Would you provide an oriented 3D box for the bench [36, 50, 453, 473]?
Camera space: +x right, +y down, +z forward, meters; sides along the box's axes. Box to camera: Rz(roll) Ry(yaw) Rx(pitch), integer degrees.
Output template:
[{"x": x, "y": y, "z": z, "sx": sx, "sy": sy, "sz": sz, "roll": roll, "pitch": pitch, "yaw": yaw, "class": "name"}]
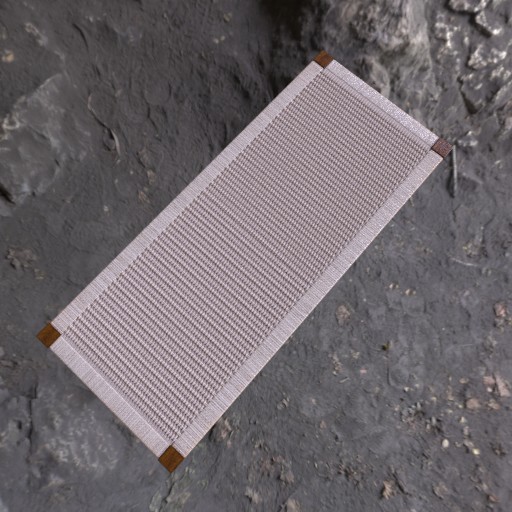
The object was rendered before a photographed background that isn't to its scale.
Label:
[{"x": 0.000, "y": 0.000, "z": 1.471, "sx": 0.507, "sy": 0.457, "sz": 1.198, "roll": 41, "pitch": 79, "yaw": 9, "class": "bench"}]
